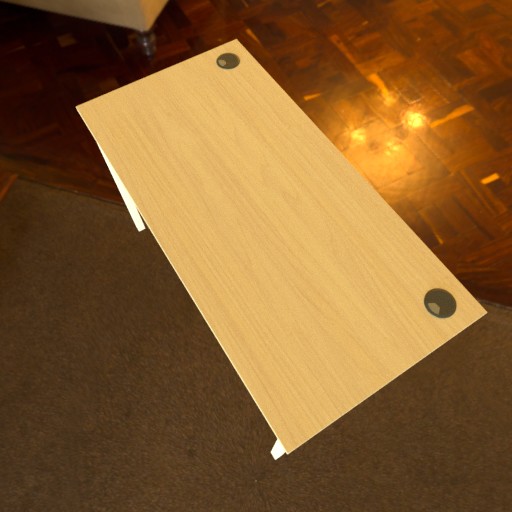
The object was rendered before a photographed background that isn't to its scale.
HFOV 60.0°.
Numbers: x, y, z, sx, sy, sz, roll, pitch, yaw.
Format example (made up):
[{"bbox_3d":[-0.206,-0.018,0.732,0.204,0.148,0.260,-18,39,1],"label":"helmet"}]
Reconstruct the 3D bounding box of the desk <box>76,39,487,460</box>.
[{"bbox_3d":[0.000,0.000,1.588,0.600,0.750,1.200,-30,67,-14],"label":"desk"}]
